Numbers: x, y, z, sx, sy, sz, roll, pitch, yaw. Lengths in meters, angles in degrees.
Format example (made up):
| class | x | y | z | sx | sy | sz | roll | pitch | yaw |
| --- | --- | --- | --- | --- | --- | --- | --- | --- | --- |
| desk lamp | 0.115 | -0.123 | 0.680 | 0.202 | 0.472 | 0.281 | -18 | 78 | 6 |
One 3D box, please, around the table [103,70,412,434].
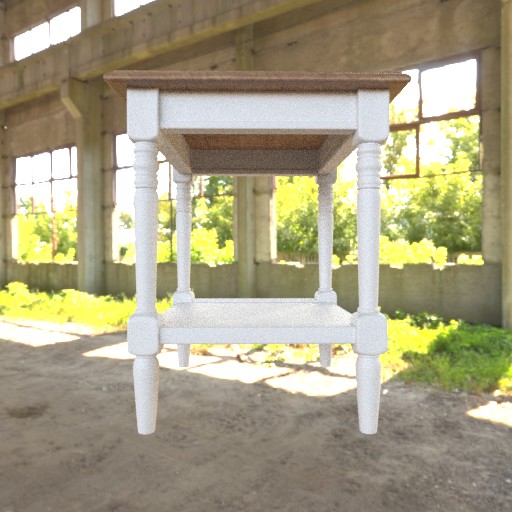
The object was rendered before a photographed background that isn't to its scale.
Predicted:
| class | x | y | z | sx | sy | sz | roll | pitch | yaw |
| --- | --- | --- | --- | --- | --- | --- | --- | --- | --- |
| table | 0.000 | 0.000 | 0.911 | 0.457 | 0.561 | 0.508 | 0 | 0 | -1 |
